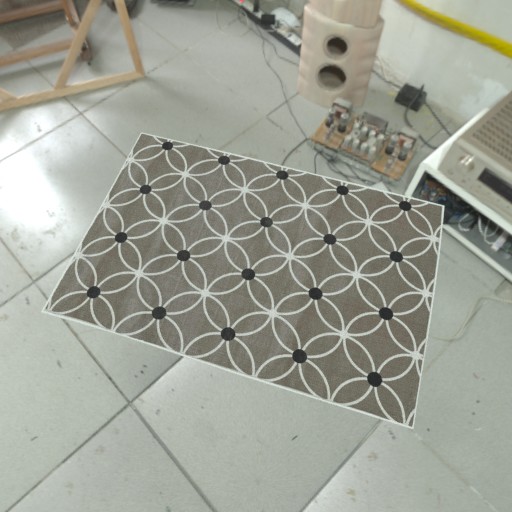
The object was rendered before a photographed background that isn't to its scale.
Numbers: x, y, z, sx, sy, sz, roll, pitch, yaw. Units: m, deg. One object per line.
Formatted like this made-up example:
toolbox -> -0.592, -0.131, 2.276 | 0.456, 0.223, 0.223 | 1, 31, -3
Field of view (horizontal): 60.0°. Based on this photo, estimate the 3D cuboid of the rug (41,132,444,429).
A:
rug -> 0.000, 0.000, 2.887 | 2.284, 0.008, 1.522 | 15, 64, 8
